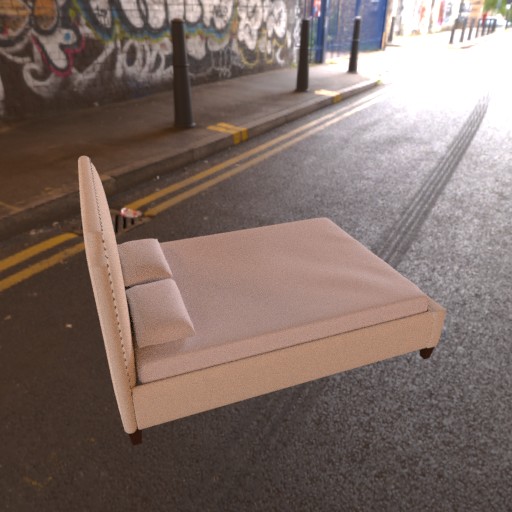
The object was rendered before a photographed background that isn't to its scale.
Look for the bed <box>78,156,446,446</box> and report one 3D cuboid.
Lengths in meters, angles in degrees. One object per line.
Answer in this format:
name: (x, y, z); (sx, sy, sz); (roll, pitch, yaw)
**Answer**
bed: (0.000, 0.000, 3.447); (2.372, 1.443, 1.712); (-10, 30, -18)
